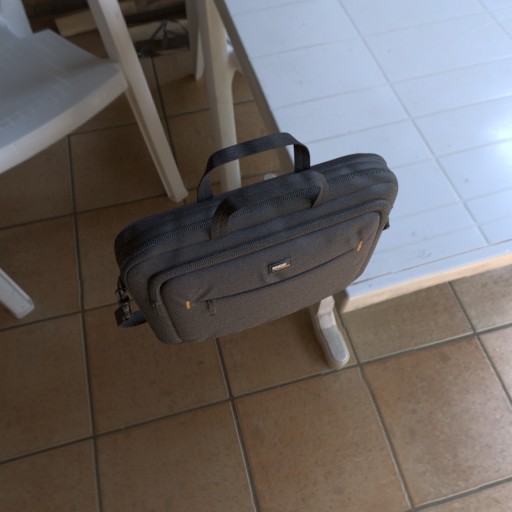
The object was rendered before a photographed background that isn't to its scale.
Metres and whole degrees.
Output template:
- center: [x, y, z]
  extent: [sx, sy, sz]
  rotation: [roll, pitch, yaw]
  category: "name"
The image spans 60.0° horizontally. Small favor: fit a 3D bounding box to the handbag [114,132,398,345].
- center: [0.000, 0.000, 0.438]
  extent: [0.320, 0.244, 0.089]
  rotation: [-19, 63, -10]
  category: "handbag"
